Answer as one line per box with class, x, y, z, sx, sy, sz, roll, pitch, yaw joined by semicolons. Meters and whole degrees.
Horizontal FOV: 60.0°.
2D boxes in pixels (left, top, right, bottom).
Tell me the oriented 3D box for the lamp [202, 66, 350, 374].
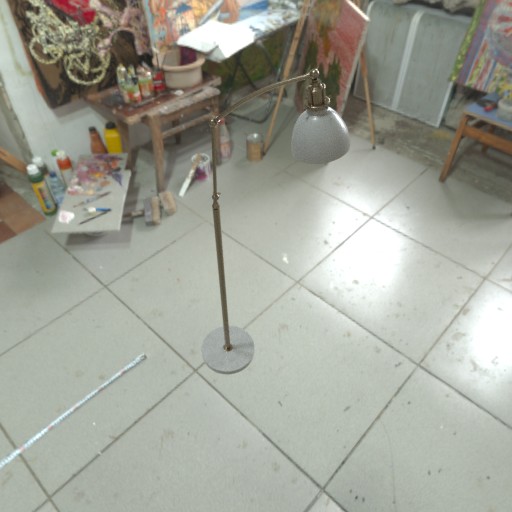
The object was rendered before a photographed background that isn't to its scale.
lamp;0.000;0.000;1.828;0.599;1.586;0.288;10;47;9
